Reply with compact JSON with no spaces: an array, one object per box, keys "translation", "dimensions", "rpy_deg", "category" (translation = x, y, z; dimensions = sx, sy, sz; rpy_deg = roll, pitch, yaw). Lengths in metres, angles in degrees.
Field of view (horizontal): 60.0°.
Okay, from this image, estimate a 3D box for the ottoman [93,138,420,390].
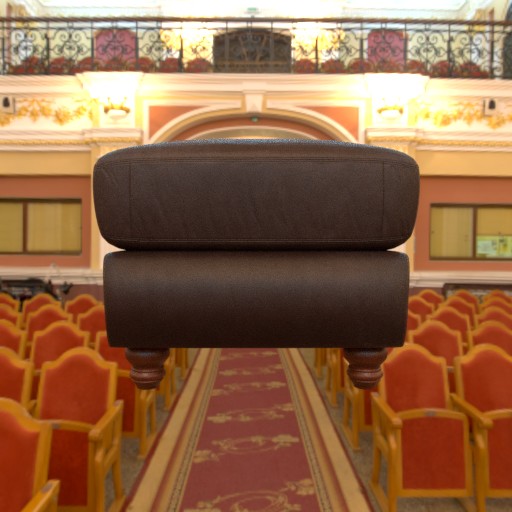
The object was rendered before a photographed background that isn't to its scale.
[{"translation":[0.000,0.000,1.263],"dimensions":[0.670,0.569,0.806],"rpy_deg":[0,0,0],"category":"ottoman"}]
